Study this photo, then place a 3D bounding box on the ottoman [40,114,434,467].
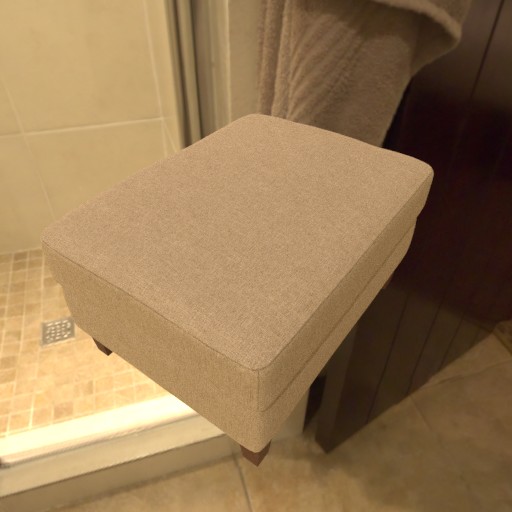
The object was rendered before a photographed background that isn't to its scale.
[{"bbox_3d":[0.000,0.000,1.289,0.677,0.519,0.898,25,47,26],"label":"ottoman"}]
